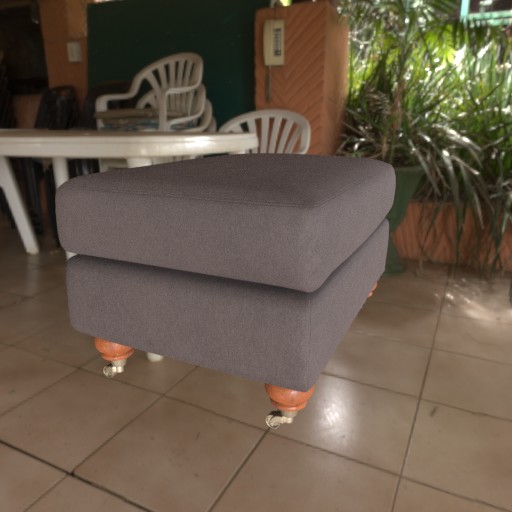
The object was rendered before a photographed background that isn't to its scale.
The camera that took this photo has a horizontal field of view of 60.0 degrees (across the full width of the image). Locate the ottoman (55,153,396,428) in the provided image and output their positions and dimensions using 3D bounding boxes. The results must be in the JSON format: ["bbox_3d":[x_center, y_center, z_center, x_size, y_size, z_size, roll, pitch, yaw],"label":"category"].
[{"bbox_3d":[0.000,0.000,1.141,0.574,0.497,0.773,8,19,24],"label":"ottoman"}]
